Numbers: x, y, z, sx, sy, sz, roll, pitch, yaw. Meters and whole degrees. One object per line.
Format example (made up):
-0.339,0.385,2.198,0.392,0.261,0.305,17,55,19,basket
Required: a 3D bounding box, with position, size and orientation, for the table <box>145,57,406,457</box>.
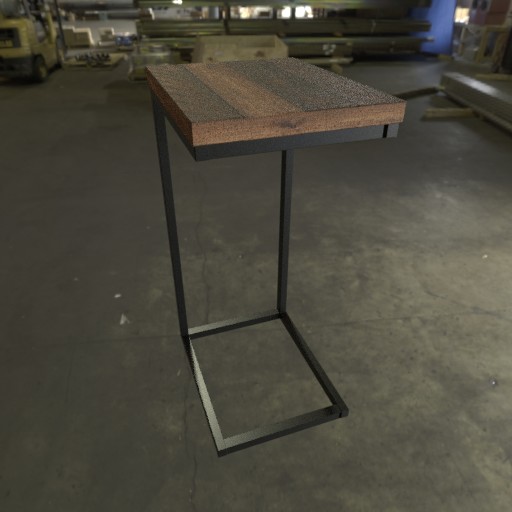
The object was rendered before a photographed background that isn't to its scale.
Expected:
0.000,0.000,0.959,0.323,0.718,0.414,-11,34,-16,table
